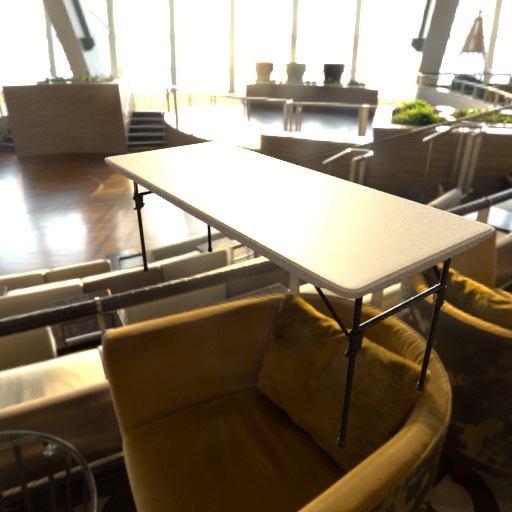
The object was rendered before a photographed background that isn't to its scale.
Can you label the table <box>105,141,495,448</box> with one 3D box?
[{"bbox_3d":[0.000,0.000,2.158,0.761,0.719,1.829,-18,32,-33],"label":"table"}]
